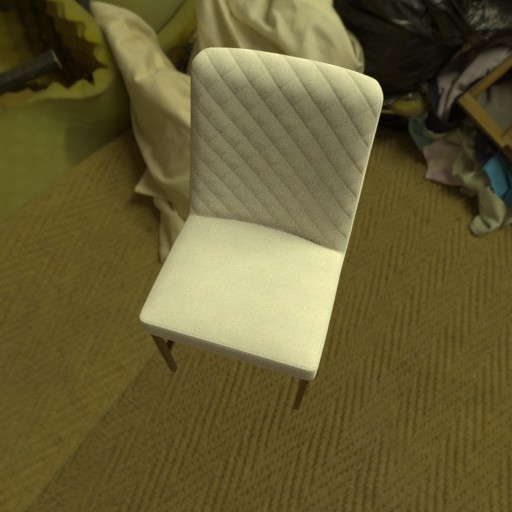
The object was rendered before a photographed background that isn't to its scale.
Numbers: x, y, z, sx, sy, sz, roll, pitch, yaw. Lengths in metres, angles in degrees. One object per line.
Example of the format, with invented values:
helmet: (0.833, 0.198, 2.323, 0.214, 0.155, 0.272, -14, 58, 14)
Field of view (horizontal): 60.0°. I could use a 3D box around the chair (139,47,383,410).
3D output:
chair: (0.000, 0.000, 1.305, 0.503, 0.933, 0.597, 15, 60, 9)
